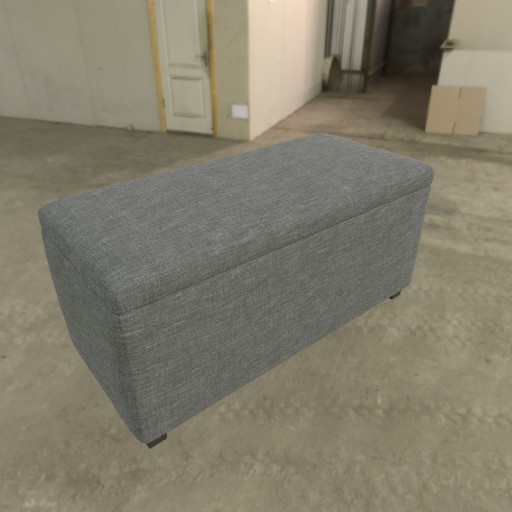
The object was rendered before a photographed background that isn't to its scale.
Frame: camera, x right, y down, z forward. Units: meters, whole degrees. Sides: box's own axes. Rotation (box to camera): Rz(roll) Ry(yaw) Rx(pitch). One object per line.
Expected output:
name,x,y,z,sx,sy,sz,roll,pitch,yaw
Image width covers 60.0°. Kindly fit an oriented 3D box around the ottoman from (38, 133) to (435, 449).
ottoman,0.000,0.000,1.133,0.902,0.432,0.419,-23,38,-32
